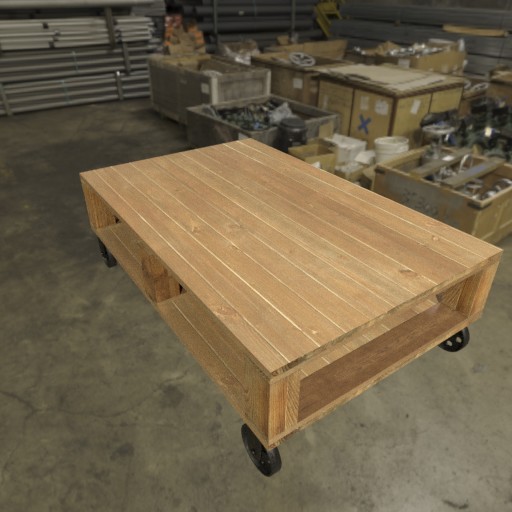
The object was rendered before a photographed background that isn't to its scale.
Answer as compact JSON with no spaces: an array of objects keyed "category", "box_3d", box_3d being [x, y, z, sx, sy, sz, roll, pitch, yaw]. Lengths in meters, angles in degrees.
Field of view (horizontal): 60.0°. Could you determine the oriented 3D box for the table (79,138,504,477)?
[{"category":"table","box_3d":[0.000,0.000,1.632,0.827,0.413,1.299,-20,37,-29]}]
